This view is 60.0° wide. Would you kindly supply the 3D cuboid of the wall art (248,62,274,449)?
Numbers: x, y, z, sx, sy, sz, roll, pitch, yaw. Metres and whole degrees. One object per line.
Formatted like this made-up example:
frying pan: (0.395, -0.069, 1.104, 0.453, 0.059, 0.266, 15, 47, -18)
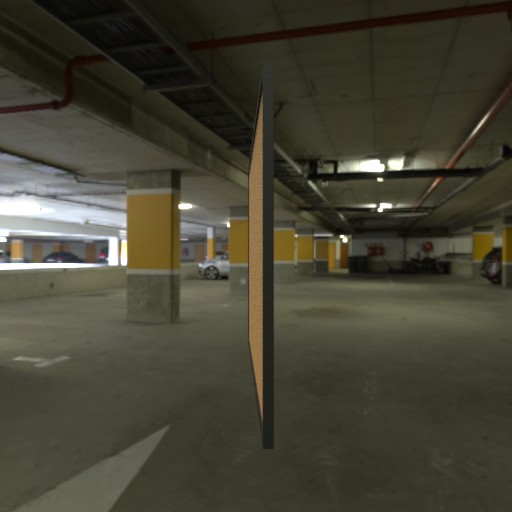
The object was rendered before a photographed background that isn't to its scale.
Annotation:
wall art: (0.000, 0.000, 0.857, 0.013, 0.458, 0.664, 0, 0, -3)
